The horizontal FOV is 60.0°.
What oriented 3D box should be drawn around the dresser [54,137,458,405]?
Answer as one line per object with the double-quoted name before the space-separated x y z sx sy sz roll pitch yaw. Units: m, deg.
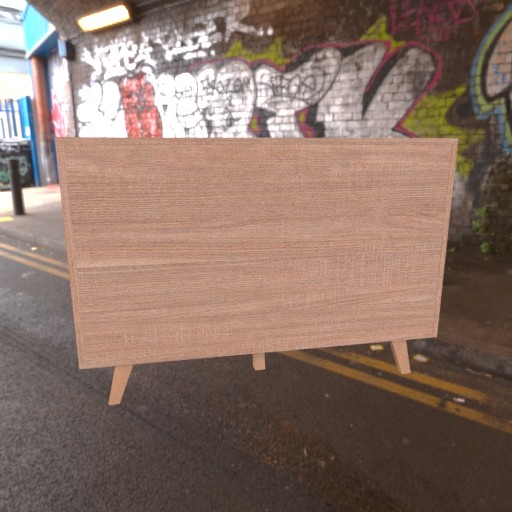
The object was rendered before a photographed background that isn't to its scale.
"dresser" 0.000 0.000 1.527 1.110 0.780 0.500 -3 14 -11
